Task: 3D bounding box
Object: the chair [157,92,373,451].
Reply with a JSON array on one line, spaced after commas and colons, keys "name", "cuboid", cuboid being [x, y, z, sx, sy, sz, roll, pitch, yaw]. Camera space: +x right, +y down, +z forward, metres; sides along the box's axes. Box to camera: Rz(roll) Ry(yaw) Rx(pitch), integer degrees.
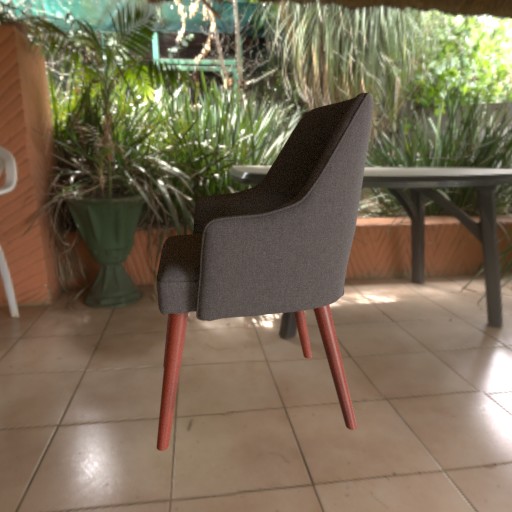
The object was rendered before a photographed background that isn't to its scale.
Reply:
[{"name": "chair", "cuboid": [0.000, 0.000, 1.231, 0.560, 0.838, 0.559, -2, 13, -9]}]
